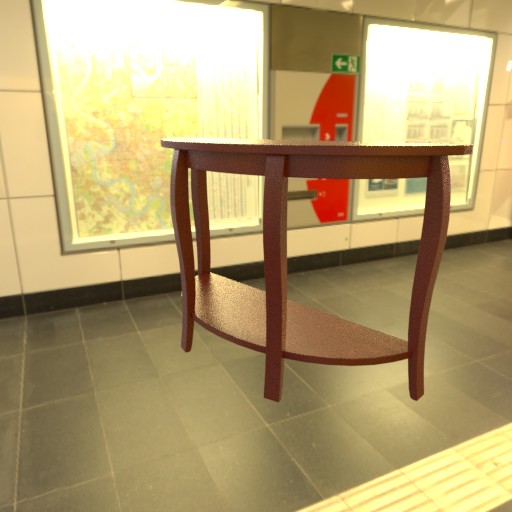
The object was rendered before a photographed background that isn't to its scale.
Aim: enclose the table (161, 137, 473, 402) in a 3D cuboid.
[{"bbox_3d":[0.000,0.000,1.556,0.405,0.779,1.219,-16,22,-43],"label":"table"}]
